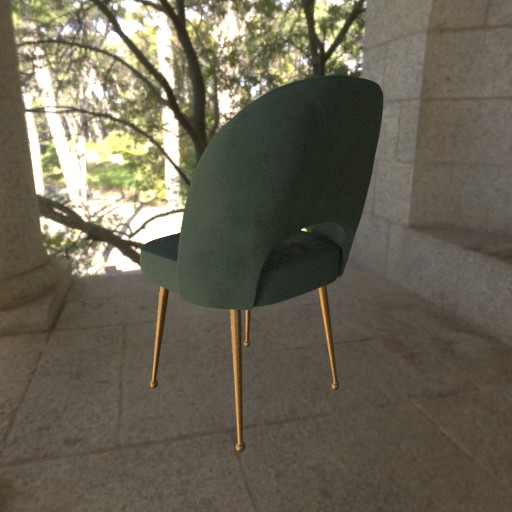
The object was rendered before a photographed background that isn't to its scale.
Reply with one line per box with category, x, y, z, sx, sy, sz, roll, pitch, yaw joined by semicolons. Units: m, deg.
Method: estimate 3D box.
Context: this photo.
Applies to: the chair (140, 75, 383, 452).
chair;0.000;0.000;1.201;0.527;0.860;0.577;-14;21;-42
